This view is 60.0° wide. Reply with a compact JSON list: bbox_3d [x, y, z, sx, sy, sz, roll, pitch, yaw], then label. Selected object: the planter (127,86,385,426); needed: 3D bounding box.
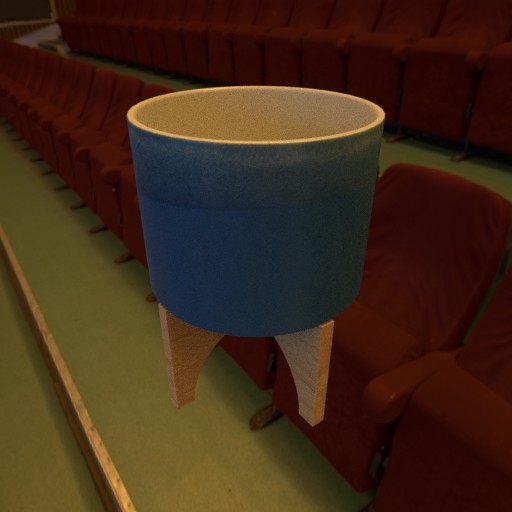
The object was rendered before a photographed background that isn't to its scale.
[{"bbox_3d":[0.000,0.000,0.405,0.192,0.263,0.192,0,30,0],"label":"planter"}]
